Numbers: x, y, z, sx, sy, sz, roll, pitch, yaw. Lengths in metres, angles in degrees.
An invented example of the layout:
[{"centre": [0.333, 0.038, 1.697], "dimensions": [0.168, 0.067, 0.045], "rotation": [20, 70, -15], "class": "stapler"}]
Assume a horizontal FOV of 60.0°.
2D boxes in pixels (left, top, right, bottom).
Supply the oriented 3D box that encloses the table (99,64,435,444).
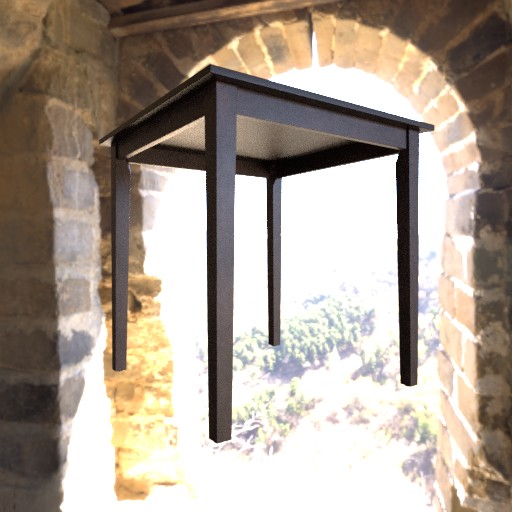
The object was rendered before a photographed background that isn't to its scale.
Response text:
[{"centre": [0.000, 0.000, 1.392], "dimensions": [0.749, 0.770, 0.749], "rotation": [-1, 1, -35], "class": "table"}]
